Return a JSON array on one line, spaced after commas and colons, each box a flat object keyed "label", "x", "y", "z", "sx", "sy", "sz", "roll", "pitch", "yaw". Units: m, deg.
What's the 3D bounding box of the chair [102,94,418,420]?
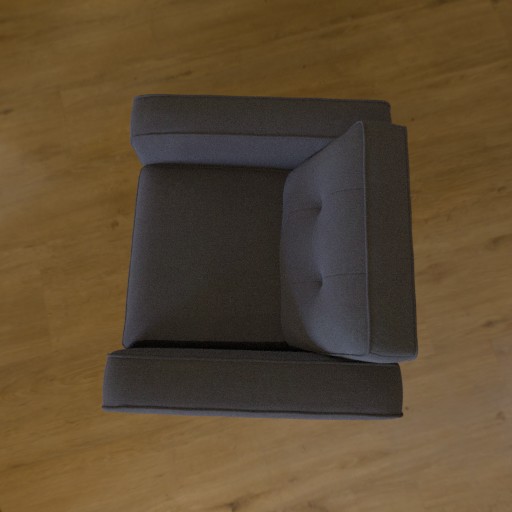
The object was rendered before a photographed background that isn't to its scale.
[{"label": "chair", "x": 0.000, "y": 0.000, "z": 1.649, "sx": 0.953, "sy": 0.783, "sz": 1.118, "roll": 2, "pitch": 77, "yaw": 0}]
